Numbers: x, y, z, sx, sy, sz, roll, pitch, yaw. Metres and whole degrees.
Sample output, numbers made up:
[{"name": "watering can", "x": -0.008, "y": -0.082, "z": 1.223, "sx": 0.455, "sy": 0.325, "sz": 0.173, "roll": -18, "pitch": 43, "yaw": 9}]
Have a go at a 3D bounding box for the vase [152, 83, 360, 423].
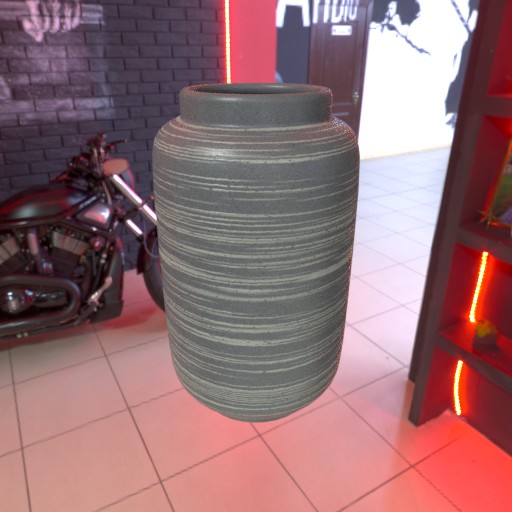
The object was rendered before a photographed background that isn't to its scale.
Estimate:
[{"name": "vase", "x": 0.000, "y": 0.000, "z": 0.700, "sx": 0.297, "sy": 0.499, "sz": 0.297, "roll": 0, "pitch": 25, "yaw": 0}]
